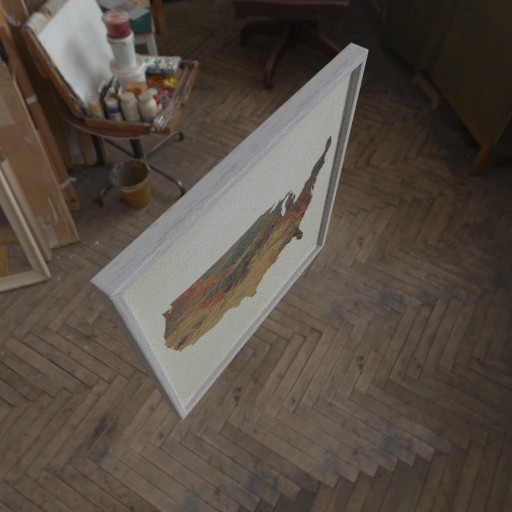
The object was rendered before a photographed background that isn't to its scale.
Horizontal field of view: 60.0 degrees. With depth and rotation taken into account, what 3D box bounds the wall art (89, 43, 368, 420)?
[{"bbox_3d":[0.000,0.000,1.908,0.078,1.288,1.287,32,63,19],"label":"wall art"}]
